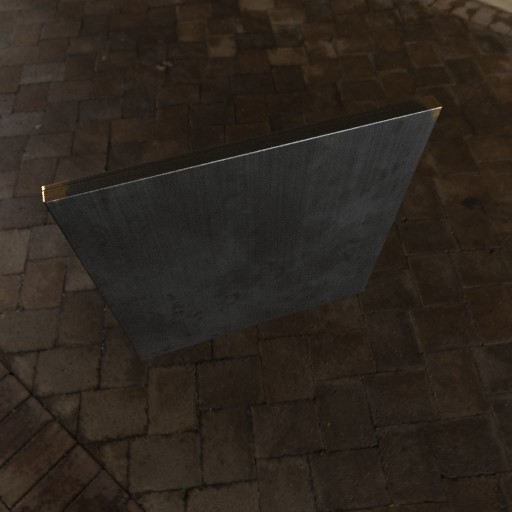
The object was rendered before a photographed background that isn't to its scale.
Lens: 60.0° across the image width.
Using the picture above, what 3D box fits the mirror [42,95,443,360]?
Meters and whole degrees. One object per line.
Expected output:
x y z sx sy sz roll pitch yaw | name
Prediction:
0.000 0.000 0.567 0.382 0.381 0.020 -16 58 -10 | mirror
